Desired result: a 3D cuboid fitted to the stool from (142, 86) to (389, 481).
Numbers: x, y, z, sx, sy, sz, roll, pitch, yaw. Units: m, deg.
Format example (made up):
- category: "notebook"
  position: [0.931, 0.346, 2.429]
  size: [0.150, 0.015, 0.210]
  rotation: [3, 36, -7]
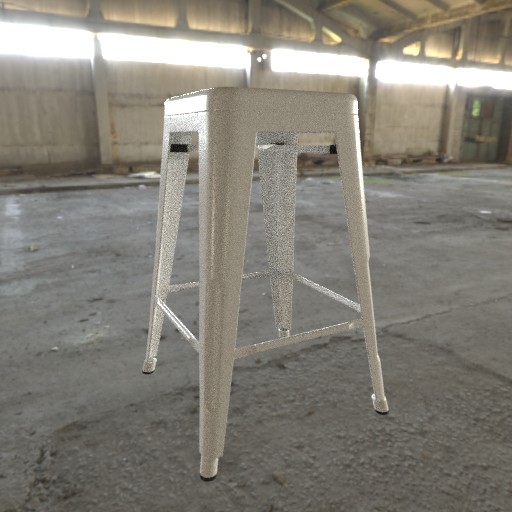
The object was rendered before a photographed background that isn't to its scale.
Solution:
- category: "stool"
  position: [0.000, 0.000, 0.897]
  size: [0.406, 0.610, 0.406]
  rotation: [-8, 17, -27]
